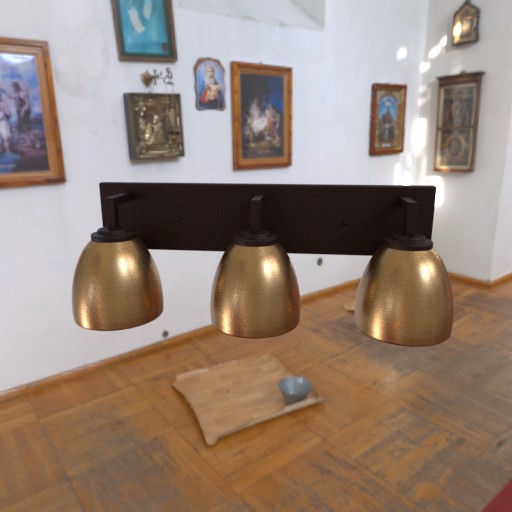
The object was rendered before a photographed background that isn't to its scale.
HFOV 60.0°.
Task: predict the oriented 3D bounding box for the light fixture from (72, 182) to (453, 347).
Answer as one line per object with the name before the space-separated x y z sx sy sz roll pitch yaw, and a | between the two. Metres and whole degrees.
light fixture | 0.000 0.000 0.675 0.582 0.204 0.157 2 15 6
